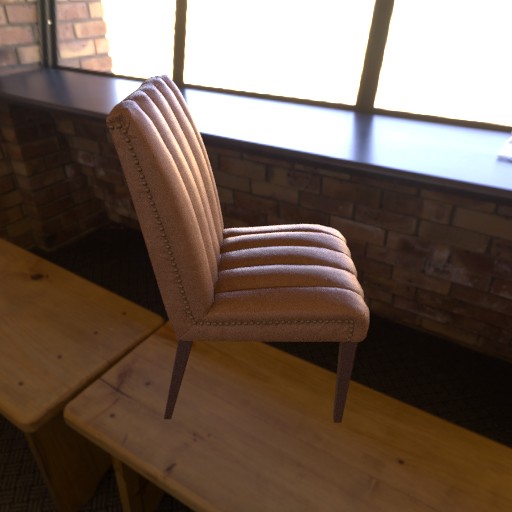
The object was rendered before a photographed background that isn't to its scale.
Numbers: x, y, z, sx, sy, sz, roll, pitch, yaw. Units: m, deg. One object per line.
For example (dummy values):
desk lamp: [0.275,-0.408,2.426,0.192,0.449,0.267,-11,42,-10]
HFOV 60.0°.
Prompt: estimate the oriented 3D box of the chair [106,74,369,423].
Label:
chair: [0.000,0.000,1.397,0.647,1.016,0.511,0,31,1]
